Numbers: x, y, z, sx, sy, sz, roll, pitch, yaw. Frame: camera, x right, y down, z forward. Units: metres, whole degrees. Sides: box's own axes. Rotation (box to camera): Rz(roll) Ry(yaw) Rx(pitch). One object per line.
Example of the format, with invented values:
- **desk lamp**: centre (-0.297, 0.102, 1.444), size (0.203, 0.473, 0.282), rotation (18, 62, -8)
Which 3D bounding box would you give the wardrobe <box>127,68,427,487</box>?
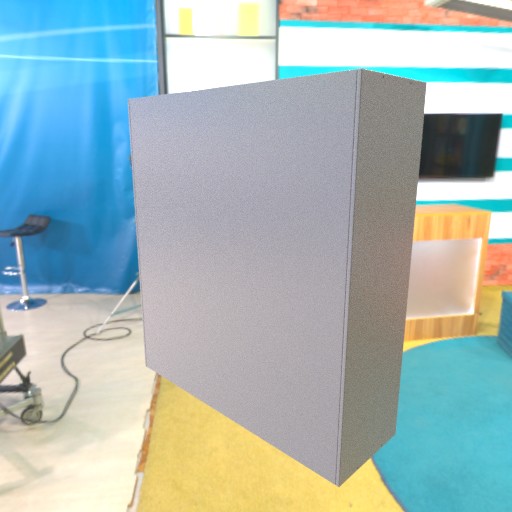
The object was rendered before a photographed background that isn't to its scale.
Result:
- **wardrobe**: centre (0.000, 0.000, 2.797), size (1.780, 1.960, 0.629), rotation (14, 20, 43)
